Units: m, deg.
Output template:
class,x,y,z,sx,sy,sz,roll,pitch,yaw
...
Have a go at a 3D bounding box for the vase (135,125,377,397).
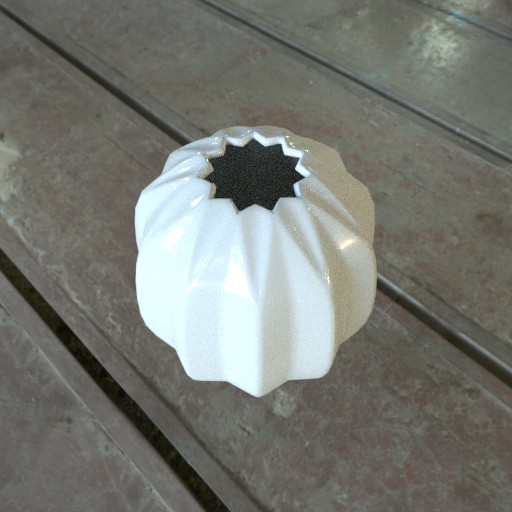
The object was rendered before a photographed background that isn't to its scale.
class,x,y,z,sx,sy,sz,roll,pitch,yaw
vase,0.000,0.000,0.248,0.139,0.134,0.139,0,56,0
